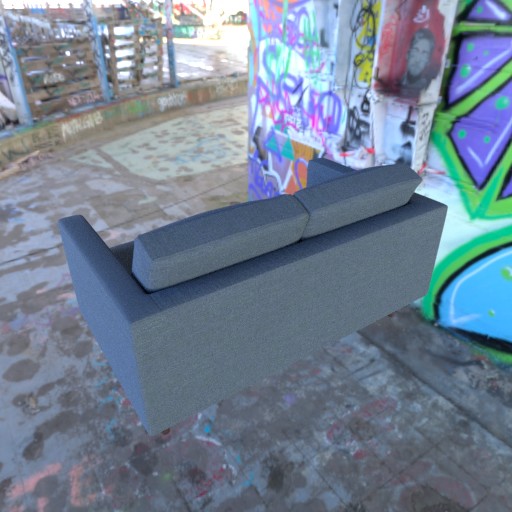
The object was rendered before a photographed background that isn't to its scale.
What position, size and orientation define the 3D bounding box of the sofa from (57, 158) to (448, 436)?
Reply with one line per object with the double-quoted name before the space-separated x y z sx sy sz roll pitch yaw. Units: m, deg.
"sofa" 0.000 0.000 2.295 1.659 0.907 0.999 -19 35 -29
